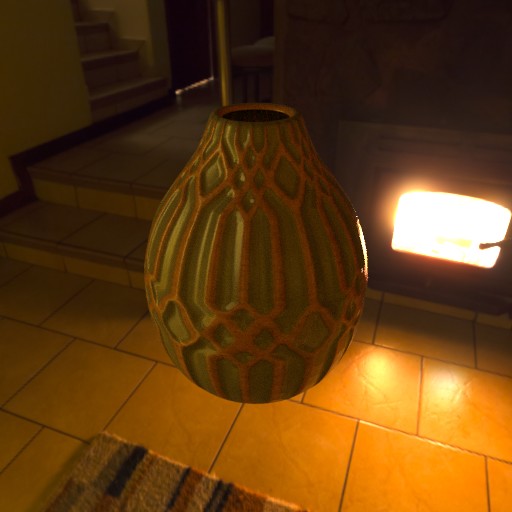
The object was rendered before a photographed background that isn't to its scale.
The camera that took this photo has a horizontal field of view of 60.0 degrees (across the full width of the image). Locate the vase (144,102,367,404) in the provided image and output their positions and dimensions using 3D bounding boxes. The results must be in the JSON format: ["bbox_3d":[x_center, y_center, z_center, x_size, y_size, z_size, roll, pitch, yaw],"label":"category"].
[{"bbox_3d":[0.000,0.000,0.138,0.069,0.088,0.069,0,31,0],"label":"vase"}]
